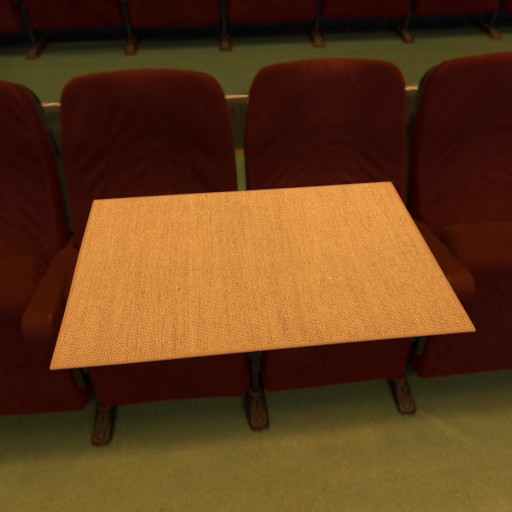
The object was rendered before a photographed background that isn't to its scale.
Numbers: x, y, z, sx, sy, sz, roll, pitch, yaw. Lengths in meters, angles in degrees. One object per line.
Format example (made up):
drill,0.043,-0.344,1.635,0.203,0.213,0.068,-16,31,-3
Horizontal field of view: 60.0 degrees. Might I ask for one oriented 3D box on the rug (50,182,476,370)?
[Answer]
rug,0.000,0.000,2.094,1.668,0.012,1.061,-4,44,-4
